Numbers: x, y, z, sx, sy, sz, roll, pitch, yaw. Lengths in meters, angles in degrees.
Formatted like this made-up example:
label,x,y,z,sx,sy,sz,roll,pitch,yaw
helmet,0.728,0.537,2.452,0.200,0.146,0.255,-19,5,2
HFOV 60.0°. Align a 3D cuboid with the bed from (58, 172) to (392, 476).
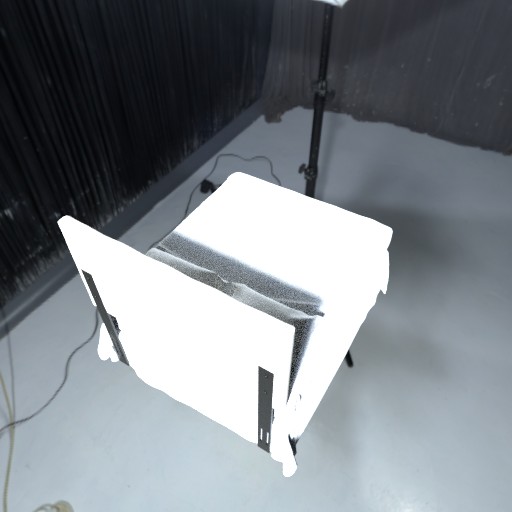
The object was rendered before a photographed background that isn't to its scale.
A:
label,x,y,z,sx,sy,sz,roll,pitch,yaw
bed,0.000,0.000,3.586,1.936,1.577,2.222,24,51,21
